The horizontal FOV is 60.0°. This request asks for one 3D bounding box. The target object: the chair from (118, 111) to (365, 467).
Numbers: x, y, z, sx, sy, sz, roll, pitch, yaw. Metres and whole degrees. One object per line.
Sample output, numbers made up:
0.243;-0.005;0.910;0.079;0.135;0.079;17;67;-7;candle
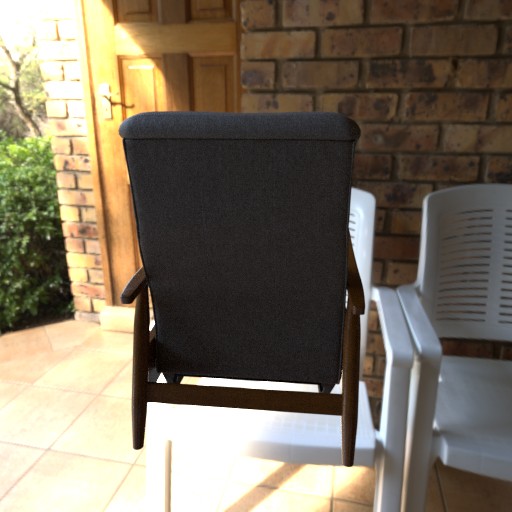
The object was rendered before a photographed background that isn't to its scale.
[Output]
0.000;0.000;1.751;0.762;1.081;1.014;2;18;6;chair
